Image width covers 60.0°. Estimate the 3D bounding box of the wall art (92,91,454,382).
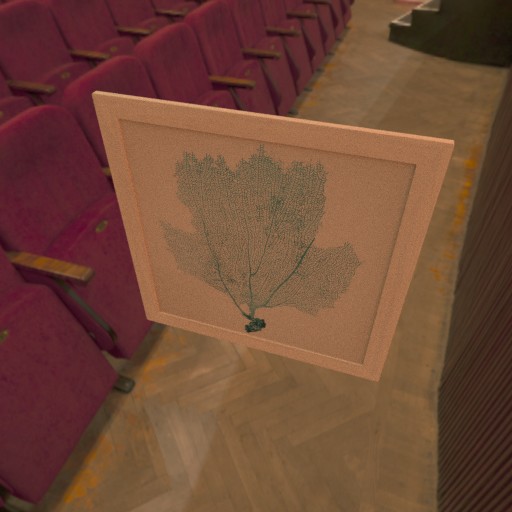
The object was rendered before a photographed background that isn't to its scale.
[{"bbox_3d":[0.000,0.000,0.880,0.584,0.584,0.013,12,43,14],"label":"wall art"}]
